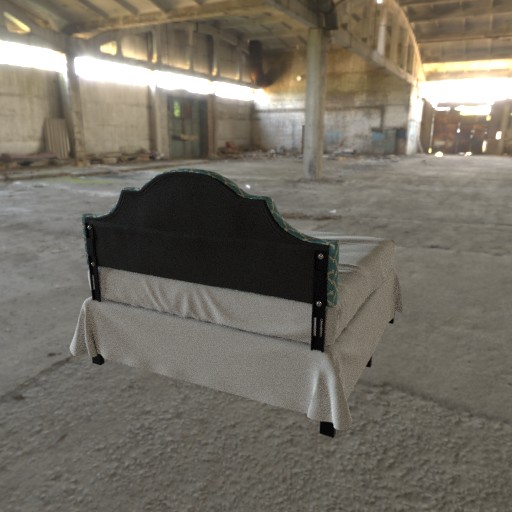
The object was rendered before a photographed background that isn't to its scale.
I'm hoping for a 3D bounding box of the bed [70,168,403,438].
[{"bbox_3d":[0.000,0.000,3.820,2.314,1.601,2.222,8,17,26],"label":"bed"}]
